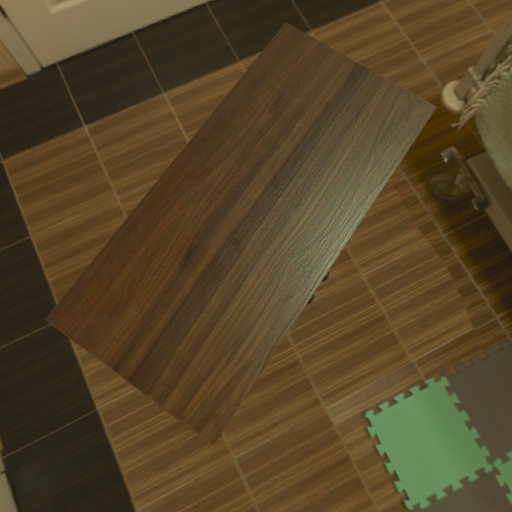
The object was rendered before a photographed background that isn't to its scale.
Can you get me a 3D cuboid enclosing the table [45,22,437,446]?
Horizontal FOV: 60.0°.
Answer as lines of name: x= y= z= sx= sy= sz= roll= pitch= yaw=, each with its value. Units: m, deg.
table: x=0.000 y=0.000 z=1.220 sx=0.390 sy=0.725 sz=0.802 roll=33 pitch=77 yaw=9
